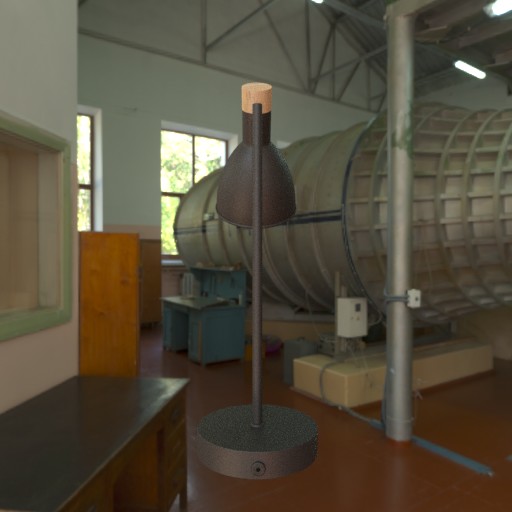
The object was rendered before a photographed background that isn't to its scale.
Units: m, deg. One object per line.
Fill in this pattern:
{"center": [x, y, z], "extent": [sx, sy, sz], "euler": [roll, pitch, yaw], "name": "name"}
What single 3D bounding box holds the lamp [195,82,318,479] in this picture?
{"center": [0.000, 0.000, 0.619], "extent": [0.152, 0.483, 0.287], "euler": [0, 1, -1], "name": "lamp"}
